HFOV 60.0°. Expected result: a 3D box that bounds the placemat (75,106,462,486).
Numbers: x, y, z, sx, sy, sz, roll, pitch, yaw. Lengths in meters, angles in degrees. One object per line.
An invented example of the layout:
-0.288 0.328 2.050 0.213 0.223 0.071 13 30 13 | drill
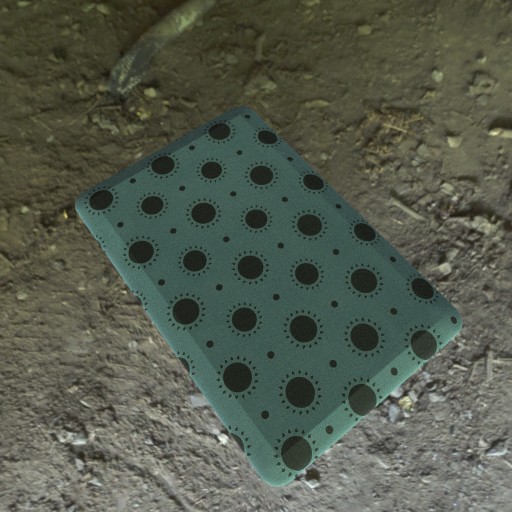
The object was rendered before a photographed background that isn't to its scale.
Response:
0.000 0.000 0.956 0.508 0.021 0.762 -34 68 -16 | placemat
